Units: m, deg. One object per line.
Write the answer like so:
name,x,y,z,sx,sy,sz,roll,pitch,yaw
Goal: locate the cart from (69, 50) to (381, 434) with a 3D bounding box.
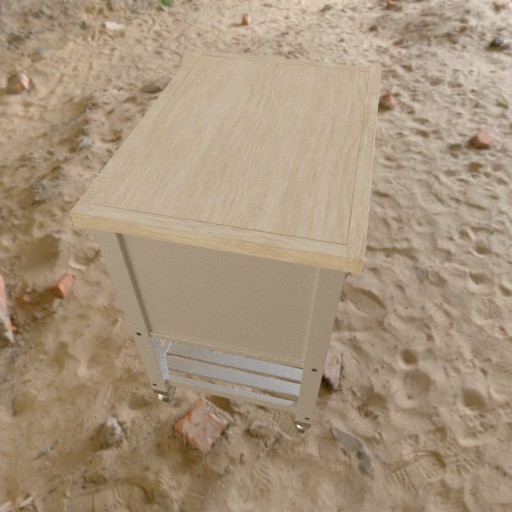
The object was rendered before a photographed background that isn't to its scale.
cart,0.000,0.000,1.393,0.559,0.914,0.762,10,48,9
